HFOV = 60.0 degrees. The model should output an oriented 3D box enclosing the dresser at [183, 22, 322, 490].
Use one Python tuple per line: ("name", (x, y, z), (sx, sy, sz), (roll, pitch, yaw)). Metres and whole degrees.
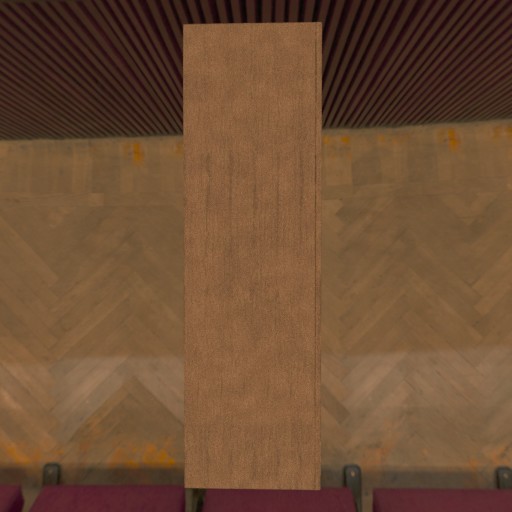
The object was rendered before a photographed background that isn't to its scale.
("dresser", (0.000, 0.000, 1.990), (0.483, 0.889, 1.628), (0, 91, 2))
